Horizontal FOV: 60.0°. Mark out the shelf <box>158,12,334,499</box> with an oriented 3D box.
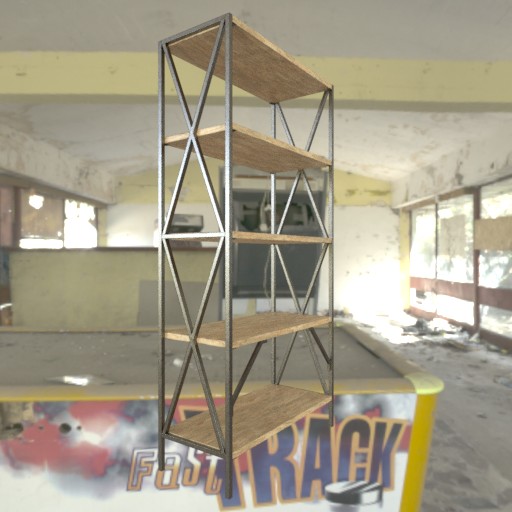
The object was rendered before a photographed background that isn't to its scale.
[{"bbox_3d":[0.000,0.000,2.108,0.386,1.803,0.874,0,0,36],"label":"shelf"}]
